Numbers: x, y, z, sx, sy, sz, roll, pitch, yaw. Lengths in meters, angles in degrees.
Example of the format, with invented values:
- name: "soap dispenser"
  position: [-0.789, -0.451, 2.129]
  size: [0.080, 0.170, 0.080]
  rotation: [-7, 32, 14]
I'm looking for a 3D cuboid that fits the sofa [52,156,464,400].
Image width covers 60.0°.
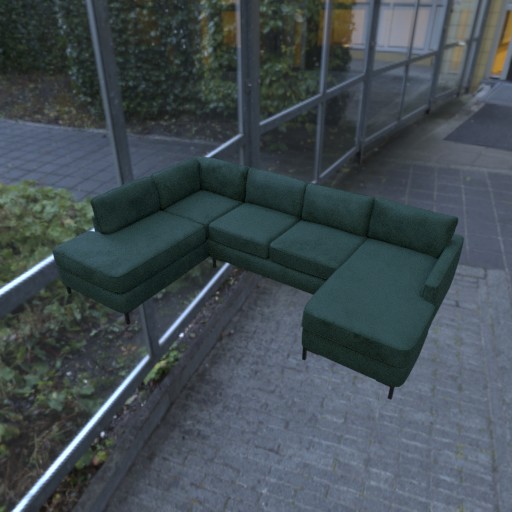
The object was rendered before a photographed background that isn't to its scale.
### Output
- name: "sofa"
  position: [0.000, 0.000, 3.831]
  size: [2.994, 0.861, 1.992]
  rotation: [19, 36, 28]
